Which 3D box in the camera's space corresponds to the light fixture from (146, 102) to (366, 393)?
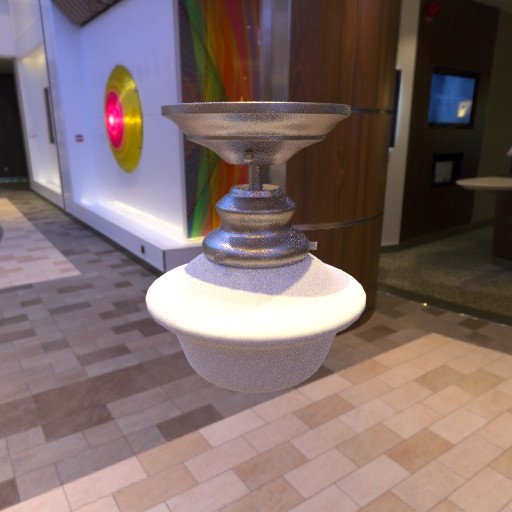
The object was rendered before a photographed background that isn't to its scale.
[{"bbox_3d":[0.000,0.000,0.397,0.199,0.254,0.199,0,16,0],"label":"light fixture"}]
